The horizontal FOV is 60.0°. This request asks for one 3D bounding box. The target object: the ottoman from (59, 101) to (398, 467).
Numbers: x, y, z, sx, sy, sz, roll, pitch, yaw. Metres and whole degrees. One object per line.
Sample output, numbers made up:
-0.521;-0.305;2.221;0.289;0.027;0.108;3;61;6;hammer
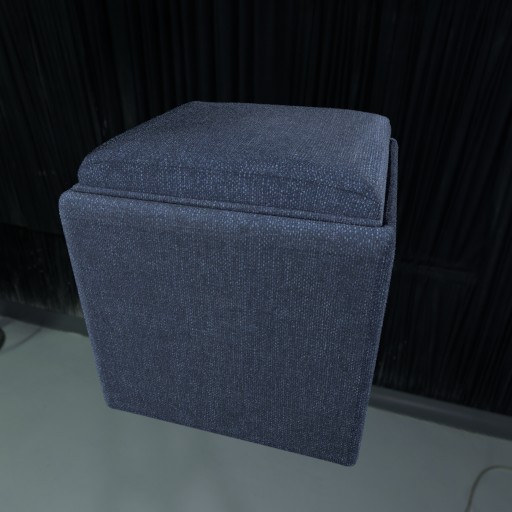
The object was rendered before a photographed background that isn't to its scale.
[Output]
0.000;0.000;0.817;0.454;0.493;0.436;8;31;14;ottoman
